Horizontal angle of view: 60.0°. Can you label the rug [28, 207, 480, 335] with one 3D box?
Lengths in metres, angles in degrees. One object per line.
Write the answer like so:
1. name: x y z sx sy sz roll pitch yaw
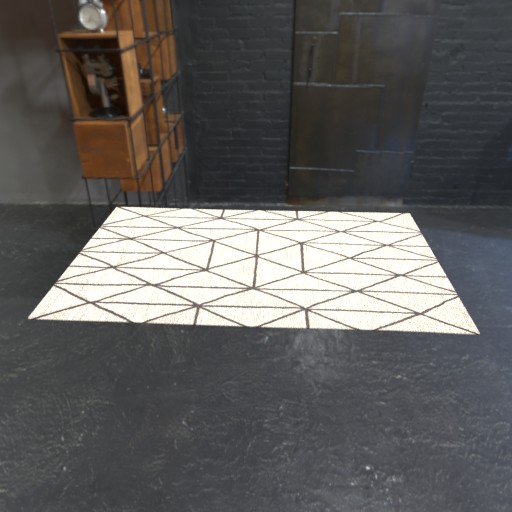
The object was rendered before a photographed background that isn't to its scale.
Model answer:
1. rug: 0.000 0.000 3.065 2.465 0.008 1.526 2 30 3
